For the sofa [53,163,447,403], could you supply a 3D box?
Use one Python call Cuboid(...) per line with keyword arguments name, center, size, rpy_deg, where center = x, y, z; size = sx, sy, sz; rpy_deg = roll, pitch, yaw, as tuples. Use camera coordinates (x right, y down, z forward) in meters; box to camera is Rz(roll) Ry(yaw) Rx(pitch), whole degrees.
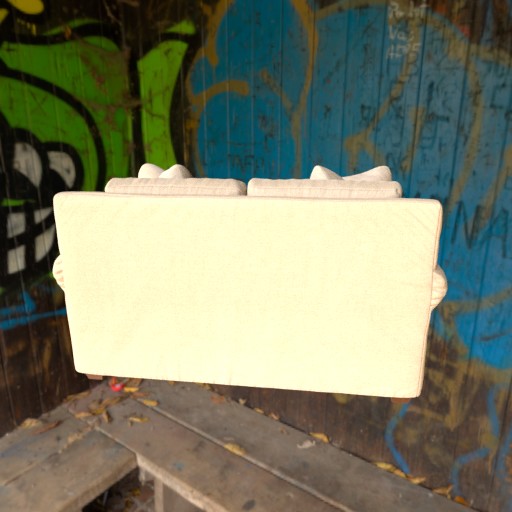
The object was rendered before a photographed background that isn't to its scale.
Cuboid(name="sofa", center=(0.000, 0.000, 2.186), size=(1.550, 0.905, 1.070), rpy_deg=(2, 17, 7))
